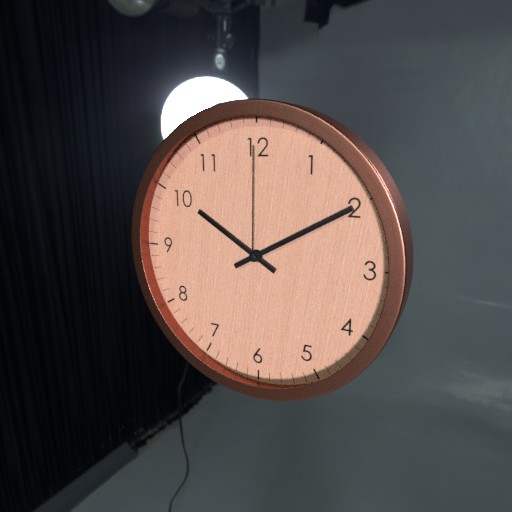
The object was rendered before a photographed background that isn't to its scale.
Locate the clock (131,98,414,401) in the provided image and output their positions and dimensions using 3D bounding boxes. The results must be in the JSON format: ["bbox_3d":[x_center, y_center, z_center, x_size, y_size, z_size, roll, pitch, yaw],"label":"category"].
[{"bbox_3d":[0.000,0.000,0.470,0.313,0.313,0.040,8,16,27],"label":"clock"}]
